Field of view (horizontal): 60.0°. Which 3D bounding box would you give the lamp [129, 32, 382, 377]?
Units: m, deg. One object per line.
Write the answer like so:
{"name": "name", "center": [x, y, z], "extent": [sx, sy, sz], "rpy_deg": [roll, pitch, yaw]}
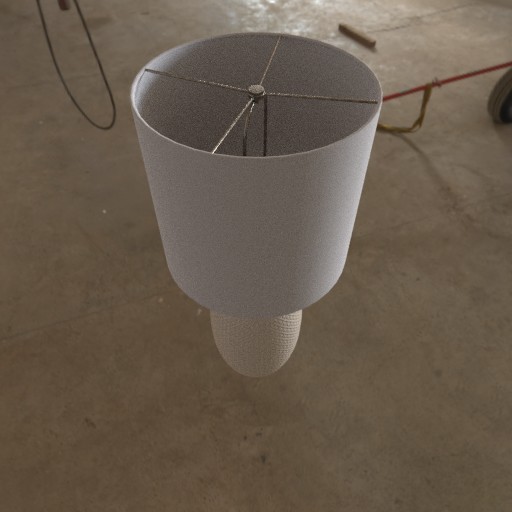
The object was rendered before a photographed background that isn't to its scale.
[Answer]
{"name": "lamp", "center": [0.000, 0.000, 0.555], "extent": [0.217, 0.453, 0.217], "rpy_deg": [12, 50, 10]}
